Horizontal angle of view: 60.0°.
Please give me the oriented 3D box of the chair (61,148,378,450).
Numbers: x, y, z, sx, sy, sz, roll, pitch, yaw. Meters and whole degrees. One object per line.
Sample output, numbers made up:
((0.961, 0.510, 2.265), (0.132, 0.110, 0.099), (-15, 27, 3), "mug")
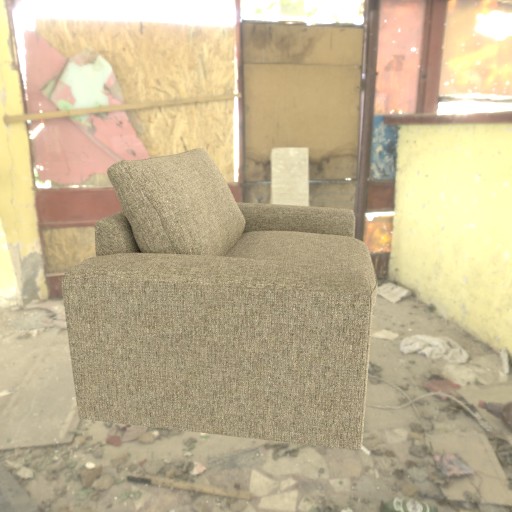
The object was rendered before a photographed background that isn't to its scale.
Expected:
((0.000, 0.000, 2.017), (1.039, 0.915, 1.398), (3, 16, 9), "chair")
